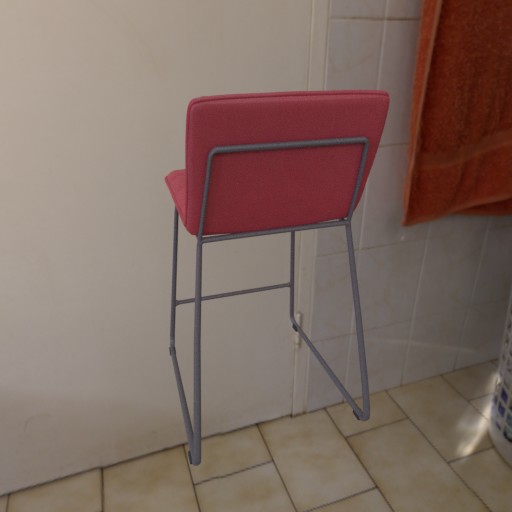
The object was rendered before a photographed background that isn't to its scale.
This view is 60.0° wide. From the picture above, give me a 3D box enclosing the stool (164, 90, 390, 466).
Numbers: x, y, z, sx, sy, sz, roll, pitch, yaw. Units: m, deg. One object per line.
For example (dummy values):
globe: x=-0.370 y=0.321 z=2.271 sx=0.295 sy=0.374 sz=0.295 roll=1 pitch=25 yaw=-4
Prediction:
stool: x=0.000 y=0.000 z=1.173 sx=0.489 sy=0.866 sz=0.524 roll=-8 pitch=27 yaw=-16
